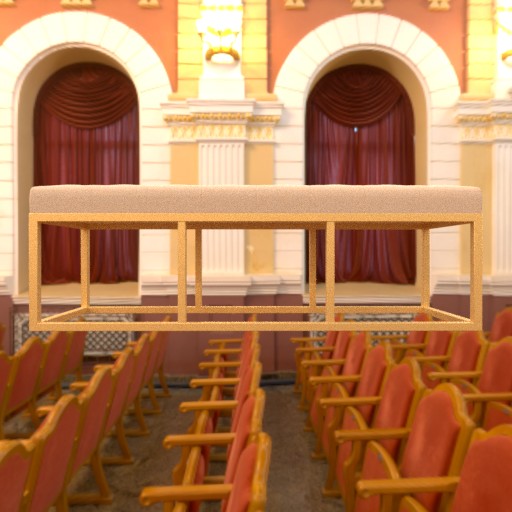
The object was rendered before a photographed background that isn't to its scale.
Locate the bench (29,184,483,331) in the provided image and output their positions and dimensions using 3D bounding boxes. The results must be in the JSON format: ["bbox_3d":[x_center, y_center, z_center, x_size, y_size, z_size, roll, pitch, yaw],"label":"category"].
[{"bbox_3d":[0.000,0.000,1.662,1.473,0.484,0.457,0,0,0],"label":"bench"}]
